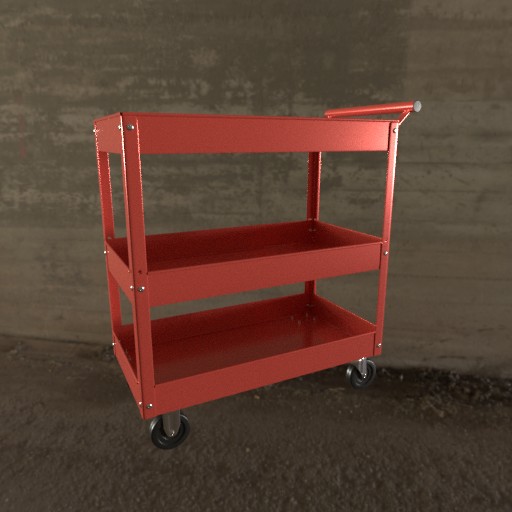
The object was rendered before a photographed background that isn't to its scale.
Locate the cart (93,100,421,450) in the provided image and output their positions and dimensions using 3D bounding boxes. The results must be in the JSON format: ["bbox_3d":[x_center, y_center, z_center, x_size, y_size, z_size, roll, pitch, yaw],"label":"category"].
[{"bbox_3d":[0.000,0.000,1.174,0.719,0.780,0.366,-7,16,-26],"label":"cart"}]
